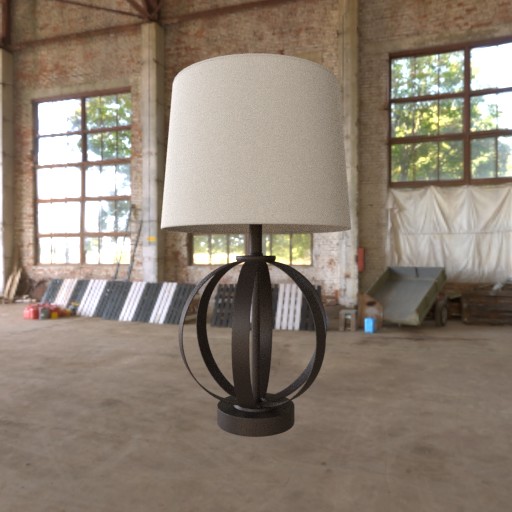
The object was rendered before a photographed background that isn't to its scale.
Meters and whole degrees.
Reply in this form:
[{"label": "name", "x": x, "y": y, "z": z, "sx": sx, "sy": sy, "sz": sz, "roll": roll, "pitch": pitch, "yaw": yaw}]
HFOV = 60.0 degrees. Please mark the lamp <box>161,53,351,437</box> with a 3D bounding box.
[{"label": "lamp", "x": 0.000, "y": 0.000, "z": 0.683, "sx": 0.286, "sy": 0.510, "sz": 0.286, "roll": 0, "pitch": 0, "yaw": 0}]
